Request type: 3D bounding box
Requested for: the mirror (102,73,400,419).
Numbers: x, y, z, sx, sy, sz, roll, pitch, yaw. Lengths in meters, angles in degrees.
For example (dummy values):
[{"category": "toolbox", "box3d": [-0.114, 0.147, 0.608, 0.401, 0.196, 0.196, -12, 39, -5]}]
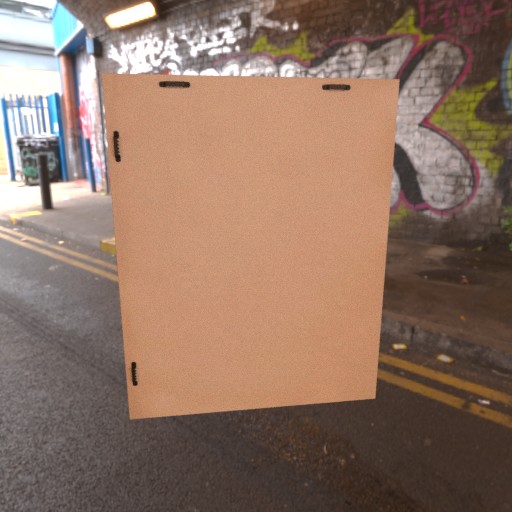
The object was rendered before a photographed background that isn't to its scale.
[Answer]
[{"category": "mirror", "box3d": [0.000, 0.000, 0.675, 0.405, 0.508, 0.041, -2, 15, -8]}]
